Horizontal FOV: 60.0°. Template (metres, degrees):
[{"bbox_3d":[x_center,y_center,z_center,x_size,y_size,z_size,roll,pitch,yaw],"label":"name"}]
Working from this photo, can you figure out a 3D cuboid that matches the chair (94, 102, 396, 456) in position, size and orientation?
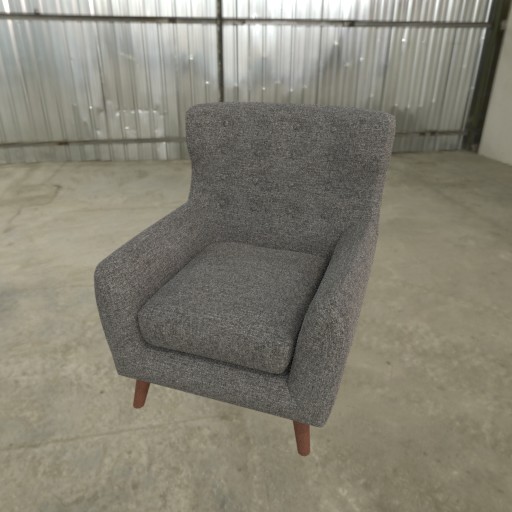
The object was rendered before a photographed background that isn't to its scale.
[{"bbox_3d":[0.000,0.000,1.732,0.889,1.039,0.940,9,27,17],"label":"chair"}]
